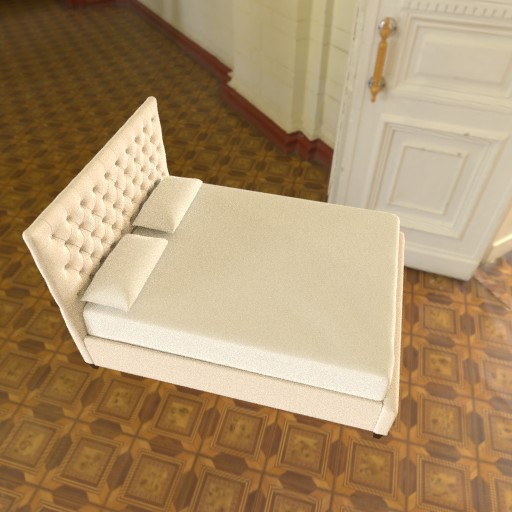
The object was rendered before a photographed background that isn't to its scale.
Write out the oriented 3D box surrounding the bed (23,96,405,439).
[{"bbox_3d":[0.000,0.000,3.267,2.233,1.426,1.696,11,47,10],"label":"bed"}]
